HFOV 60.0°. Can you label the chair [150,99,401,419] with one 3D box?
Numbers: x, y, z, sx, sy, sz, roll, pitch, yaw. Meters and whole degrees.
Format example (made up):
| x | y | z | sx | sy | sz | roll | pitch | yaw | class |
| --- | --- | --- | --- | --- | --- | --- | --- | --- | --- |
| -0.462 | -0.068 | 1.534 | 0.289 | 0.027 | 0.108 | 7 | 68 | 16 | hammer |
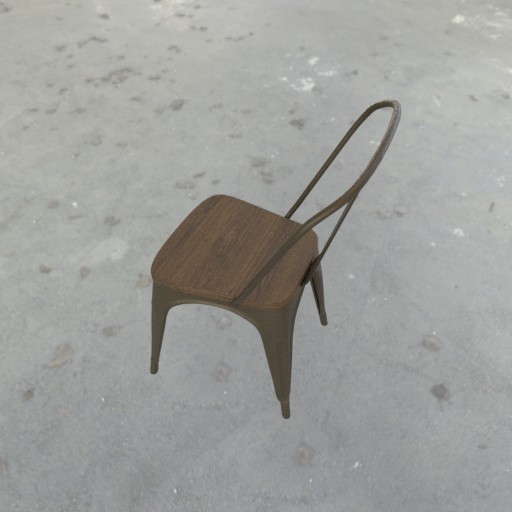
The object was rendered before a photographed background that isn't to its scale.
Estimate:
| x | y | z | sx | sy | sz | roll | pitch | yaw | class |
| --- | --- | --- | --- | --- | --- | --- | --- | --- | --- |
| 0.000 | 0.000 | 1.152 | 0.532 | 0.844 | 0.451 | 18 | 48 | 17 | chair |
